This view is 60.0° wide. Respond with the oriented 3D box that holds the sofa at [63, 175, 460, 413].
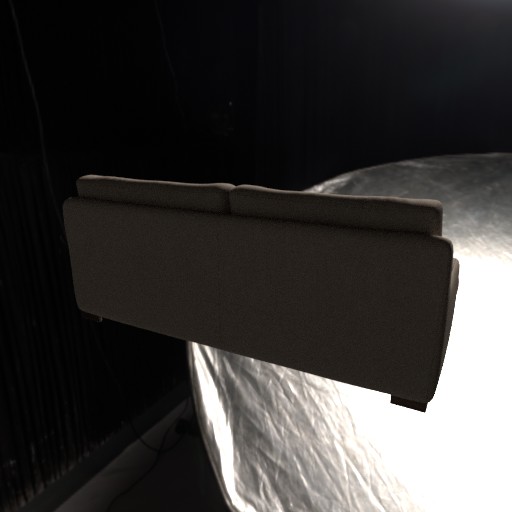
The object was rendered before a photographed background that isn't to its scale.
[{"bbox_3d":[0.000,0.000,2.814,2.354,0.980,0.962,9,19,27],"label":"sofa"}]
